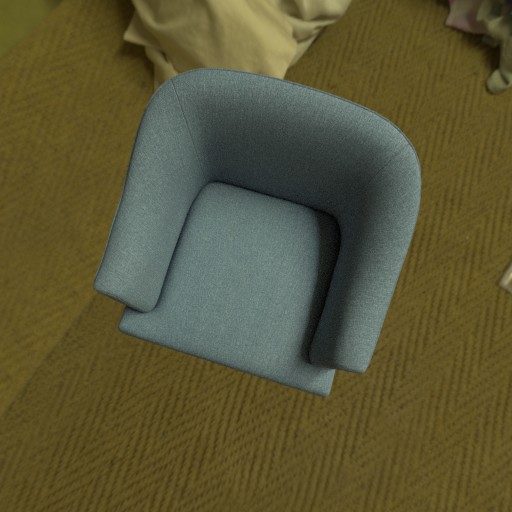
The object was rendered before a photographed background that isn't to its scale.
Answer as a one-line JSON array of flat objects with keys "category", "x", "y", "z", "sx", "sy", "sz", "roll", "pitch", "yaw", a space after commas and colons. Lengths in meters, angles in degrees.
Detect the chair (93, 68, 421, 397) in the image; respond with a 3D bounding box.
[{"category": "chair", "x": 0.000, "y": 0.000, "z": 1.394, "sx": 0.772, "sy": 0.815, "sz": 0.704, "roll": 17, "pitch": 77, "yaw": 4}]
